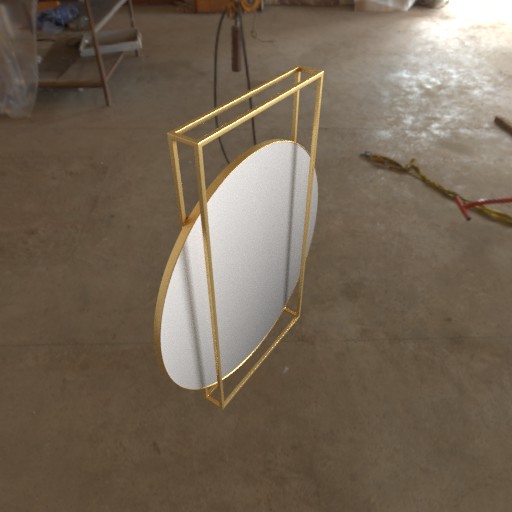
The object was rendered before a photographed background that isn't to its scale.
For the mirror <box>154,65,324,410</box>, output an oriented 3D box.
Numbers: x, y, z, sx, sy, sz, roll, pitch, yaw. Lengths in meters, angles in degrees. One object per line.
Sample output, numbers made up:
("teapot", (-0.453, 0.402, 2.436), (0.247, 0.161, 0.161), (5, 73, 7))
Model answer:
("mirror", (0.000, 0.000, 0.836), (0.051, 0.603, 0.508), (25, 47, 26))
